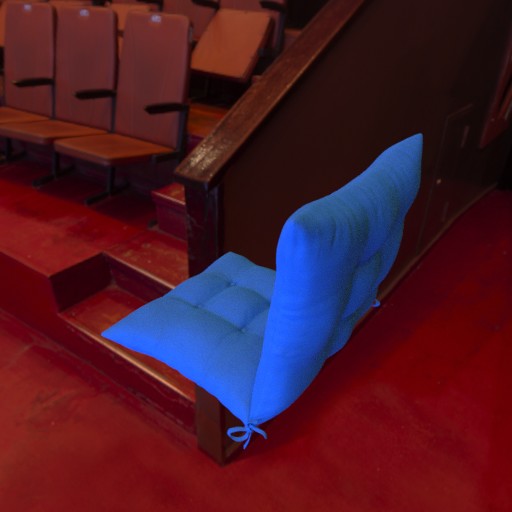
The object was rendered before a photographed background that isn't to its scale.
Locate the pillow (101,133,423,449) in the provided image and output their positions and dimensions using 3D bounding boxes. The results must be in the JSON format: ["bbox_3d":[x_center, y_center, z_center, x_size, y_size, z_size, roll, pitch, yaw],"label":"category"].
[{"bbox_3d":[0.000,0.000,1.010,0.585,0.536,0.541,21,38,31],"label":"pillow"}]
